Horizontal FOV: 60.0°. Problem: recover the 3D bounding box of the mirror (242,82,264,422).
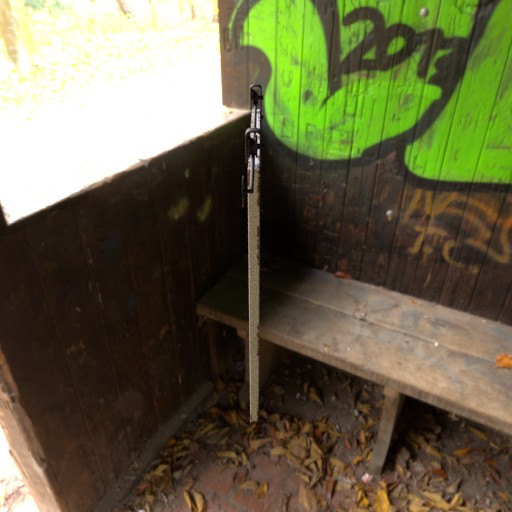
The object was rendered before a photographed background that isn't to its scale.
[{"bbox_3d":[0.000,0.000,1.258,0.037,0.844,0.808,0,32,1],"label":"mirror"}]
